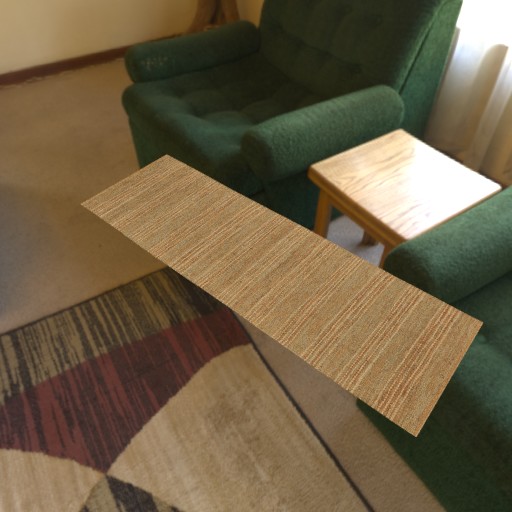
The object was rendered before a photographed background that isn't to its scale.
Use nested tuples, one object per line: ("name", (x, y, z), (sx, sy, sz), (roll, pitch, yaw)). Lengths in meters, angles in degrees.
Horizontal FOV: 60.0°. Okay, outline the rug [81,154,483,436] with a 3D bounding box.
("rug", (0.000, 0.000, 2.649), (2.438, 0.006, 0.783), (31, 53, 27))
